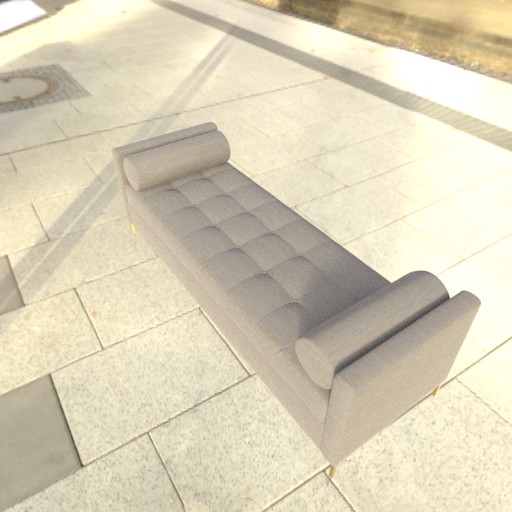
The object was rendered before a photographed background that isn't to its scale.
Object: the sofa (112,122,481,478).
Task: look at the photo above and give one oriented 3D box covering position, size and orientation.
[{"bbox_3d":[0.000,0.000,2.308,0.686,0.635,1.981,-24,46,-26],"label":"sofa"}]
